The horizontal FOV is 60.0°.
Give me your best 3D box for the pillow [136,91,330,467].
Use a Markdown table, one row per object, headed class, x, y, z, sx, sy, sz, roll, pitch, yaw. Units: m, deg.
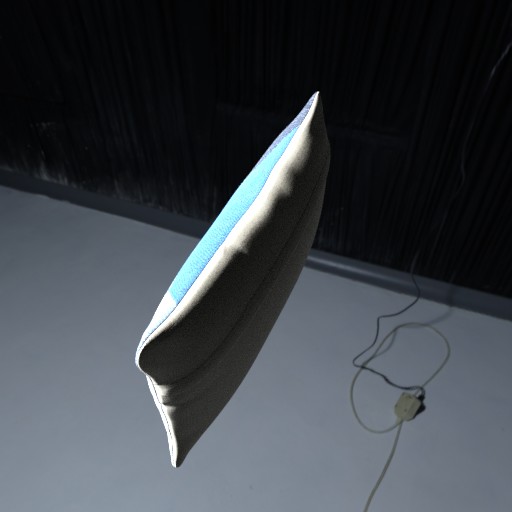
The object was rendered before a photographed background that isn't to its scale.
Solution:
| class | x | y | z | sx | sy | sz | roll | pitch | yaw |
| --- | --- | --- | --- | --- | --- | --- | --- | --- | --- |
| pillow | 0.000 | 0.000 | 0.721 | 0.148 | 0.307 | 0.604 | 17 | 49 | 15 |
